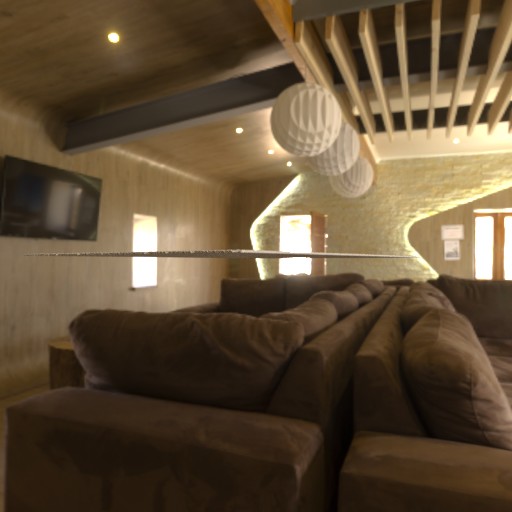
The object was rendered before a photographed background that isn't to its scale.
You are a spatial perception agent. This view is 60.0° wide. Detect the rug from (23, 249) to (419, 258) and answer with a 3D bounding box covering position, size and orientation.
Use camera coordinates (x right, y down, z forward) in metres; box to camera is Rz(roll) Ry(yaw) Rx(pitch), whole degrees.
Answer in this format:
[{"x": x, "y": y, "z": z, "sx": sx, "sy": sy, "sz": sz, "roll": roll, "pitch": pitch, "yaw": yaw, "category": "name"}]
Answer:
[{"x": 0.000, "y": 0.000, "z": 3.085, "sx": 1.548, "sy": 0.013, "sz": 2.486, "roll": -1, "pitch": -1, "yaw": 36, "category": "rug"}]
